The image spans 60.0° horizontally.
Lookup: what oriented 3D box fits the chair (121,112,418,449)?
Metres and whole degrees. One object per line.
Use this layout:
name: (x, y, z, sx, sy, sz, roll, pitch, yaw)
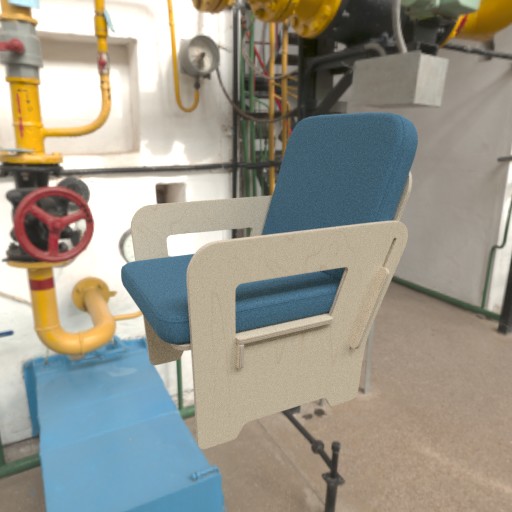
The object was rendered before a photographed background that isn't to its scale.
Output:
chair: (0.000, 0.000, 1.206, 0.657, 0.747, 0.547, -8, 17, -26)
